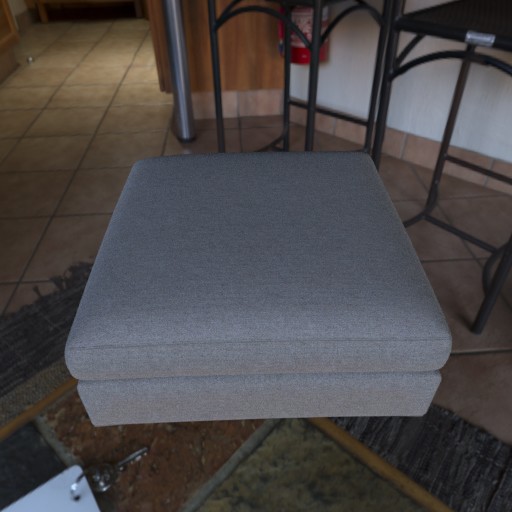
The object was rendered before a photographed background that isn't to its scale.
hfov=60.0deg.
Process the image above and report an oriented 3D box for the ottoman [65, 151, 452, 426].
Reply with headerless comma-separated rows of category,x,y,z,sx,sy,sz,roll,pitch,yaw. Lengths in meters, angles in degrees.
ottoman,0.000,0.000,1.592,1.041,0.470,1.041,-1,40,-1
